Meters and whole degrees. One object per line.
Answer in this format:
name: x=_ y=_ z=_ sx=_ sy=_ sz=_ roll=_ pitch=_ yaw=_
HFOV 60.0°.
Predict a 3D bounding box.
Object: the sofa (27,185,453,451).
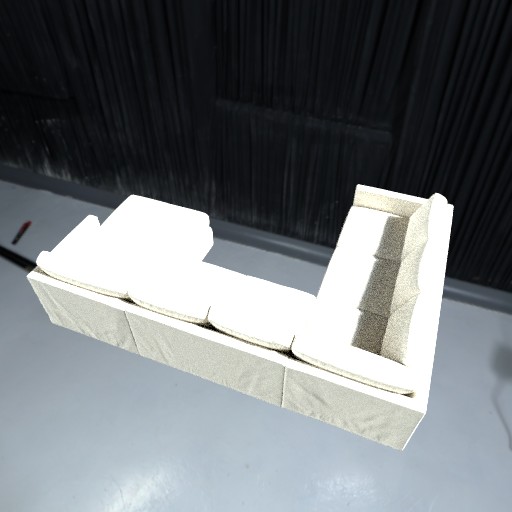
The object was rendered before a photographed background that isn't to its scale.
sofa: x=0.000 y=0.000 z=4.429 sx=3.460 sy=0.882 sz=2.427 roll=16 pitch=48 yaw=15
